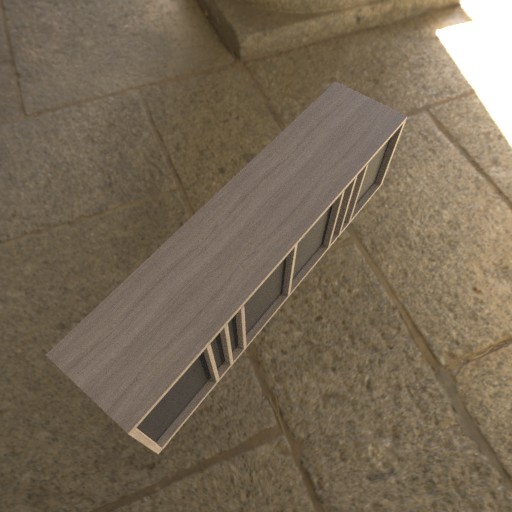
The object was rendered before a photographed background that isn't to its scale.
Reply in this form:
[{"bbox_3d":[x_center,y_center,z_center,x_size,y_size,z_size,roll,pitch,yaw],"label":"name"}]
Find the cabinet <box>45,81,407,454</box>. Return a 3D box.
[{"bbox_3d":[0.000,0.000,2.533,0.499,0.779,2.198,34,65,18],"label":"cabinet"}]
